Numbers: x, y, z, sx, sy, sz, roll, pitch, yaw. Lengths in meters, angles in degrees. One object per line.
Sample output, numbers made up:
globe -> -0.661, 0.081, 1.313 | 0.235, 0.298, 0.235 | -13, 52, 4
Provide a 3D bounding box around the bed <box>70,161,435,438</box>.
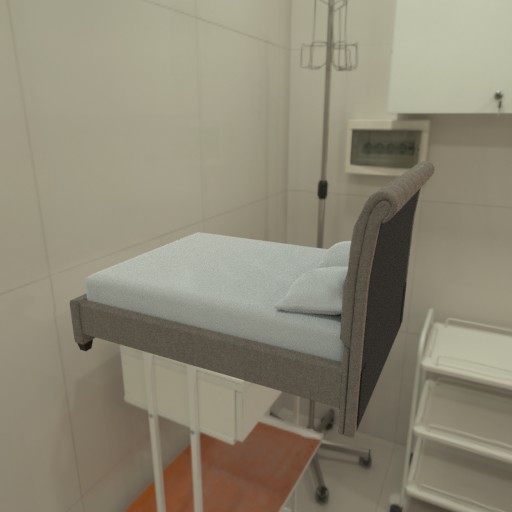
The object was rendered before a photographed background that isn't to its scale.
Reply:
bed -> 0.000, 0.000, 3.373 | 2.252, 1.371, 1.645 | 9, 19, 25
